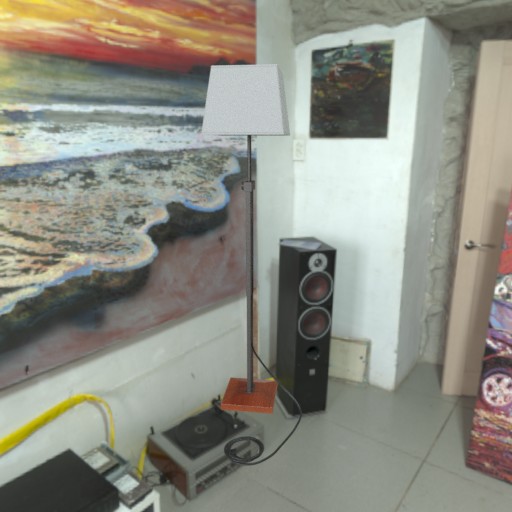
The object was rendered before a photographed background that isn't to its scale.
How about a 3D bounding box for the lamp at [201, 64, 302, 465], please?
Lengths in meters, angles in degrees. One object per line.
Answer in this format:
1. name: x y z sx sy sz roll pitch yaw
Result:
1. lamp: 0.000 0.000 2.077 0.472 1.712 0.745 2 15 8
